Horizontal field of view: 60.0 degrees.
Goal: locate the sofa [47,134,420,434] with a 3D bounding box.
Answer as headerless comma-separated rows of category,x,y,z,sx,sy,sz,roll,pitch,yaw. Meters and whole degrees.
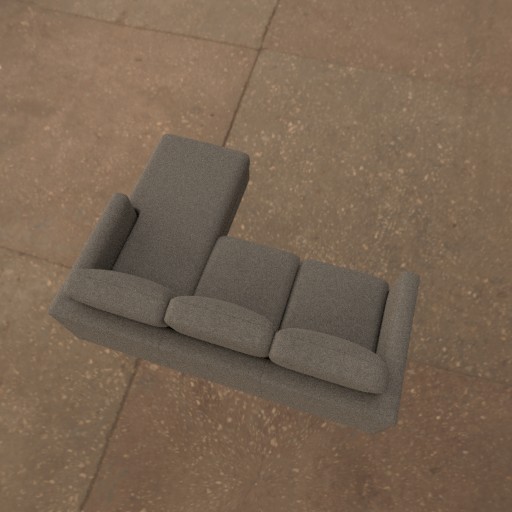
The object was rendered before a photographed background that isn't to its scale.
sofa,0.000,0.000,2.993,2.055,0.957,1.667,16,64,8
